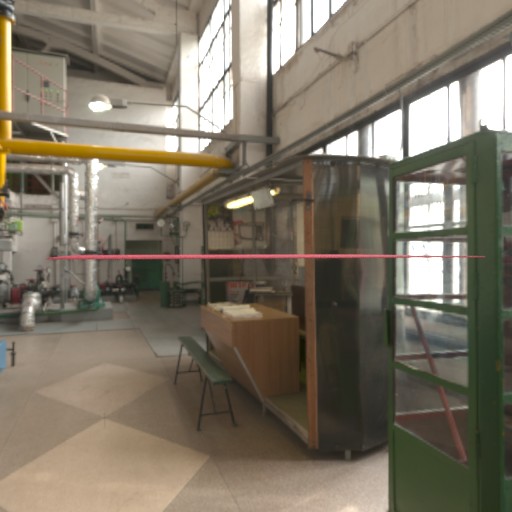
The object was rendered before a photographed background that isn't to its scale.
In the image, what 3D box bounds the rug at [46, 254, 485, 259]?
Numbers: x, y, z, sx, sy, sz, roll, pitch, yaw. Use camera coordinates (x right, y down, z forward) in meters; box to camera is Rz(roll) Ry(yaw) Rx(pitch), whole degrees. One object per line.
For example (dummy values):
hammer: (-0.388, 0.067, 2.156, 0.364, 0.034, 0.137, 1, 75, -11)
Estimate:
rug: (0.000, 0.000, 3.037, 2.423, 0.010, 1.534, 0, 1, -18)
